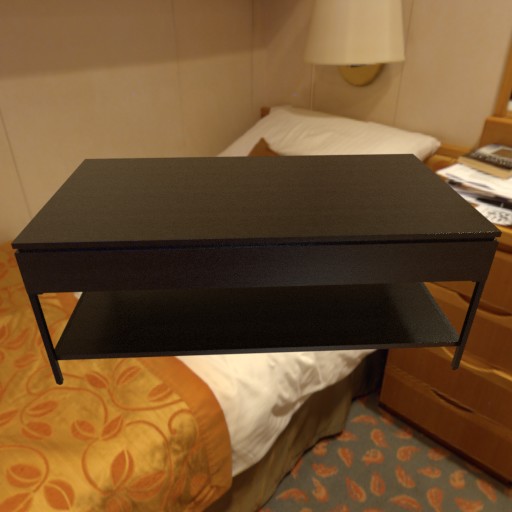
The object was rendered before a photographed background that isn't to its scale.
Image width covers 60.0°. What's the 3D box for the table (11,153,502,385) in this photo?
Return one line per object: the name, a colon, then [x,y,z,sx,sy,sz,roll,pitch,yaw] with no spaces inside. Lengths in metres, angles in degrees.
table: [0.000,0.000,1.343,1.095,0.435,0.574,-1,31,-2]
